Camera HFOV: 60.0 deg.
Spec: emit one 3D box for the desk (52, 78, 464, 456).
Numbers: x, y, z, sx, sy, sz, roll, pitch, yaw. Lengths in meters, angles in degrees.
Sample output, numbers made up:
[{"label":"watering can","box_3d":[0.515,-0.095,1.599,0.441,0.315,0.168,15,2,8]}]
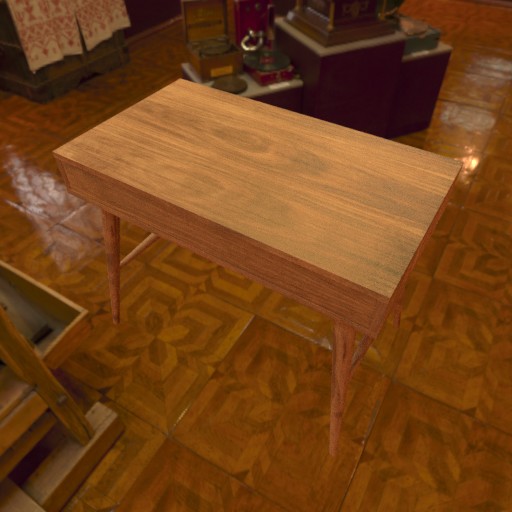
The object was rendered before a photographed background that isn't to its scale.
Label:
[{"label":"desk","box_3d":[0.000,0.000,1.447,0.949,0.758,0.588,24,50,22]}]
